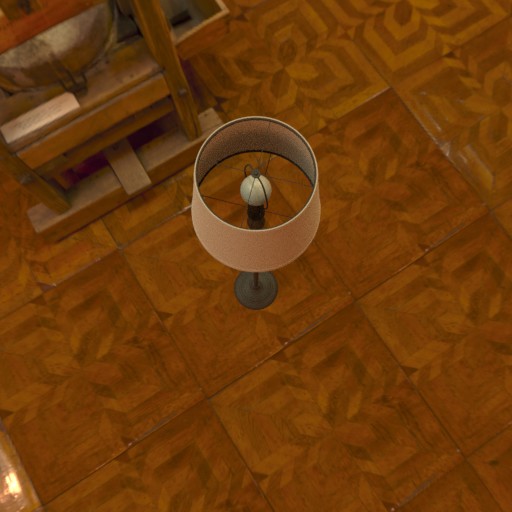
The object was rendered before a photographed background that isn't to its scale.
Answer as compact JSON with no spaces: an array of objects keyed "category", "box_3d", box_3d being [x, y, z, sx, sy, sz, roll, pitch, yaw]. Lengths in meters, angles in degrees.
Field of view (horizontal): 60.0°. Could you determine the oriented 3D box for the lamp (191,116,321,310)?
[{"category":"lamp","box_3d":[0.000,0.000,1.636,0.327,1.506,0.327,-30,79,-7]}]
